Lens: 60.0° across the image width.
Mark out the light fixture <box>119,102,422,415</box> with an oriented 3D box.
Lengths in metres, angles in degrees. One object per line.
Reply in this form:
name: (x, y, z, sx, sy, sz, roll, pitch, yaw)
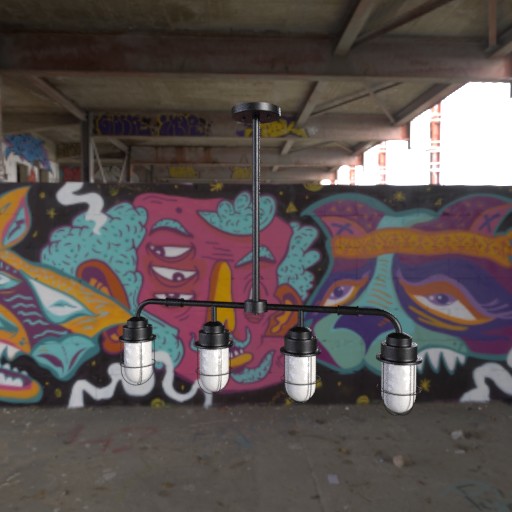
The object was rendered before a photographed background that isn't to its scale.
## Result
light fixture: (0.000, 0.000, 1.203, 0.852, 0.785, 0.131, 1, 2, 18)
